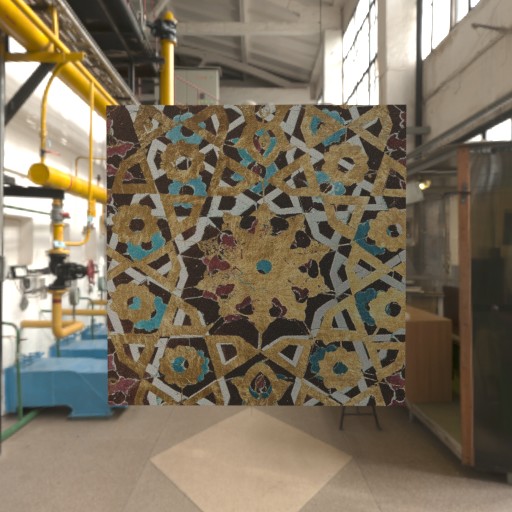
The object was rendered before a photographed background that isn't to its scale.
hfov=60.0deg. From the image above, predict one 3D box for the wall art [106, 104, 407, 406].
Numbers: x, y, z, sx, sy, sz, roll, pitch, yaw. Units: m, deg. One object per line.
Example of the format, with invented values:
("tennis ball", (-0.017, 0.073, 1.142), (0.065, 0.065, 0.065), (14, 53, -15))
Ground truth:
("wall art", (0.000, 0.000, 0.604), (0.404, 0.406, 0.010), (0, 1, 0))
